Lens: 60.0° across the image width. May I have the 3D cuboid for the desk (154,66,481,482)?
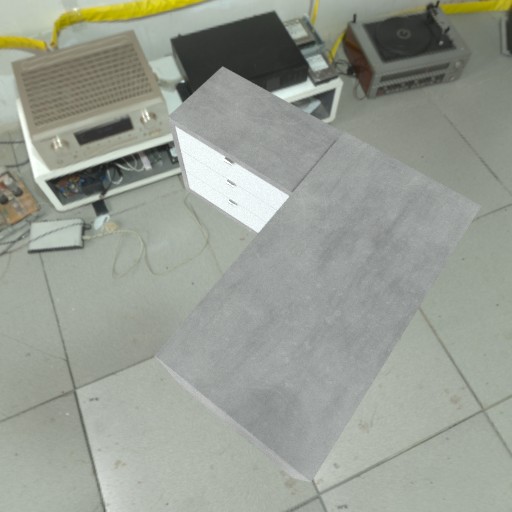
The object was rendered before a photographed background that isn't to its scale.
[{"bbox_3d":[0.000,0.000,2.237,1.500,0.740,1.400,34,69,15],"label":"desk"}]
